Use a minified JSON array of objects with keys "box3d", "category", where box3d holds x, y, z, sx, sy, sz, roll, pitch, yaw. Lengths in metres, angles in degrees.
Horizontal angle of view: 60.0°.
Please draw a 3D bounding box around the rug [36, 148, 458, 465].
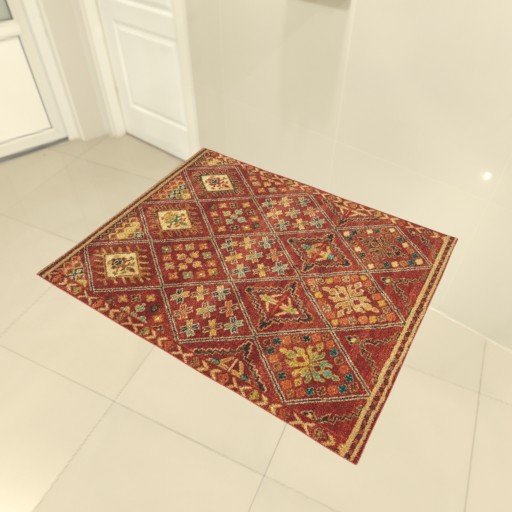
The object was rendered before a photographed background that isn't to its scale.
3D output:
[{"box3d":[0.000,0.000,4.128,3.086,0.030,2.489,24,50,22],"category":"rug"}]
